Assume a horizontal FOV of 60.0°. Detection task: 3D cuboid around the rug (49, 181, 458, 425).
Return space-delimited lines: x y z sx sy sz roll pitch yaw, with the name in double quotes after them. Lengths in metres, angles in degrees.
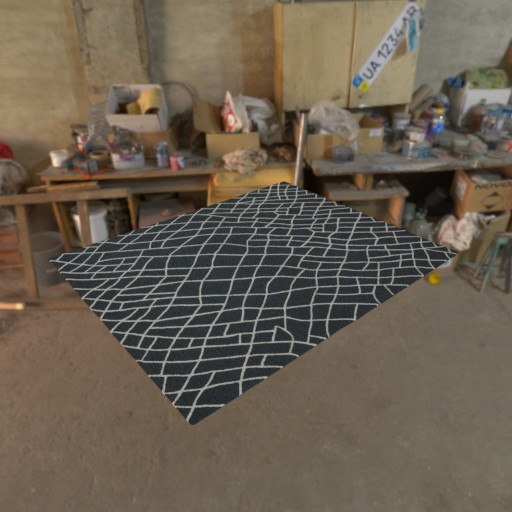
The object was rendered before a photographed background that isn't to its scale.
0.000 0.000 4.200 3.047 0.022 2.439 -24 38 -34 "rug"
